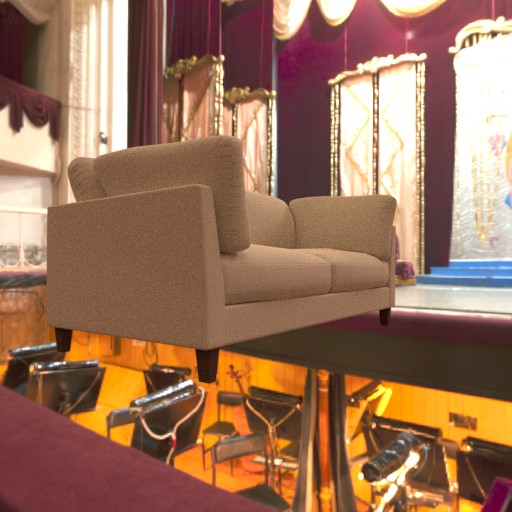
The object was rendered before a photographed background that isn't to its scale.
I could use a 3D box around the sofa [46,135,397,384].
[{"bbox_3d":[0.000,0.000,2.308,0.970,0.836,1.776,-1,-1,36],"label":"sofa"}]
